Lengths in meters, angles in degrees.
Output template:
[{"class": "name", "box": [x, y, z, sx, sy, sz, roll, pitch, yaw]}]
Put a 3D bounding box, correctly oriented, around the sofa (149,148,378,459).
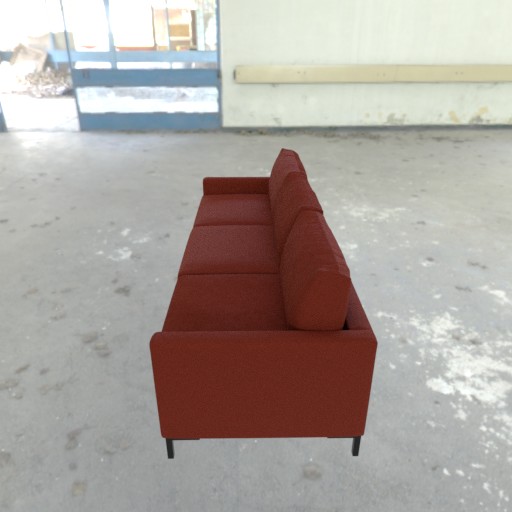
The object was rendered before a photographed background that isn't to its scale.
[{"class": "sofa", "box": [0.000, 0.000, 2.699, 0.875, 0.879, 2.252, 0, 26, -1]}]
